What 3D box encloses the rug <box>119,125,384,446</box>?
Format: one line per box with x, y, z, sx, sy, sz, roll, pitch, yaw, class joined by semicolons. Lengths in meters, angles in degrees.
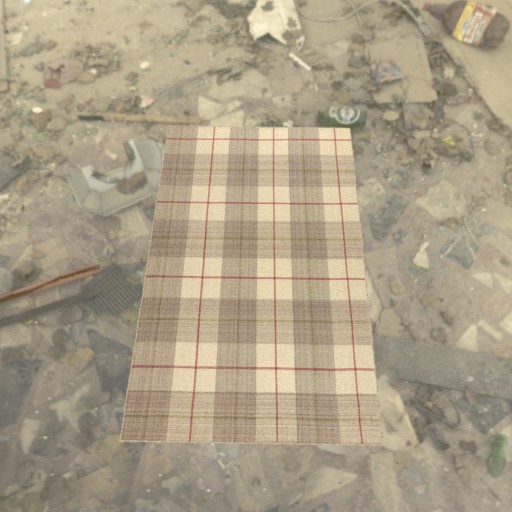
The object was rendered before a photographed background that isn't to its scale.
0.000;0.000;3.145;1.549;0.010;2.464;1;62;0;rug
